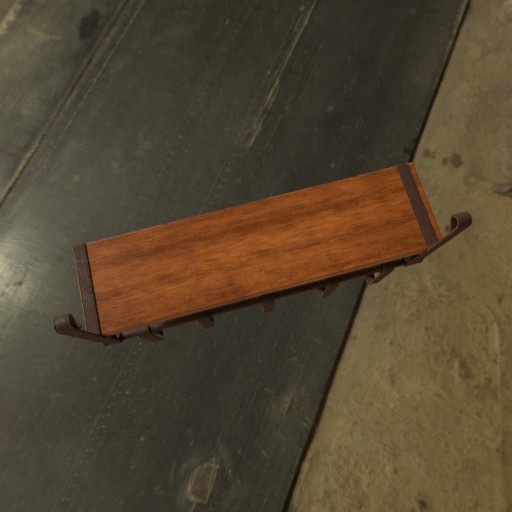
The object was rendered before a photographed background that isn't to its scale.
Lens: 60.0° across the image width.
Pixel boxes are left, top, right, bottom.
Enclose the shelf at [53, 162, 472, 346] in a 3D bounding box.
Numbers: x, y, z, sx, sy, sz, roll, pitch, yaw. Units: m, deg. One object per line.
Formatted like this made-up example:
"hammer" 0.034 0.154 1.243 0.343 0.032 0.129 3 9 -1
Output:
"shelf" 0.000 0.000 0.719 0.567 0.330 0.146 -14 75 -4
